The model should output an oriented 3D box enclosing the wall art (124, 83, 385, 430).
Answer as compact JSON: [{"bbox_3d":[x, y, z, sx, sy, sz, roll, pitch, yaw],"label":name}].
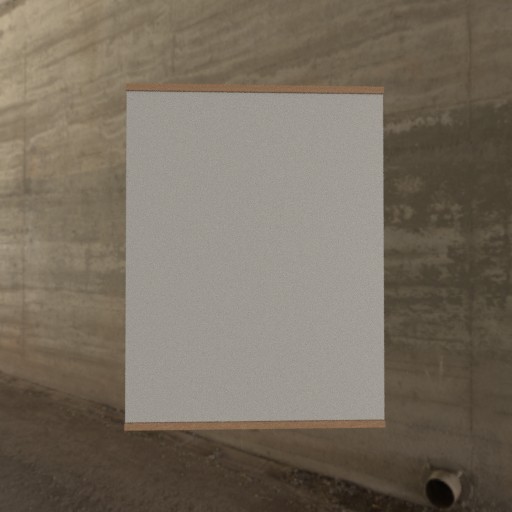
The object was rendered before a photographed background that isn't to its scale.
[{"bbox_3d":[0.000,0.000,0.790,0.459,0.608,0.012,0,-1,-2],"label":"wall art"}]
